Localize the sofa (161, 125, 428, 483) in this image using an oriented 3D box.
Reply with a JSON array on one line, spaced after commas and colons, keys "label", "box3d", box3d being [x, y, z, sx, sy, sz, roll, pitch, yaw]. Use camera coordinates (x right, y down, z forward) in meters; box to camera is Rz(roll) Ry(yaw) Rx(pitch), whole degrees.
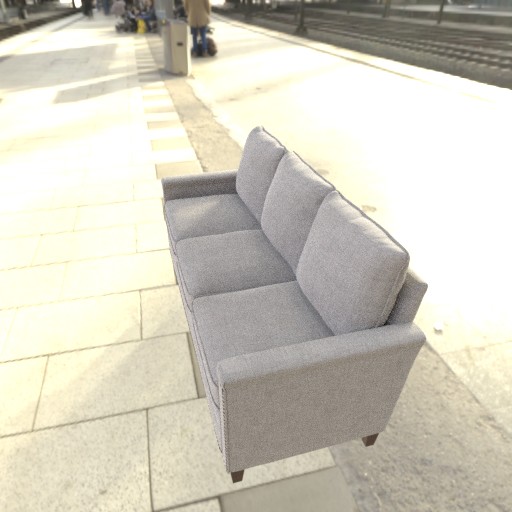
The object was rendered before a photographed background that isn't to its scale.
[{"label": "sofa", "box3d": [0.000, 0.000, 2.395, 0.828, 0.959, 1.925, -9, 32, -14]}]
